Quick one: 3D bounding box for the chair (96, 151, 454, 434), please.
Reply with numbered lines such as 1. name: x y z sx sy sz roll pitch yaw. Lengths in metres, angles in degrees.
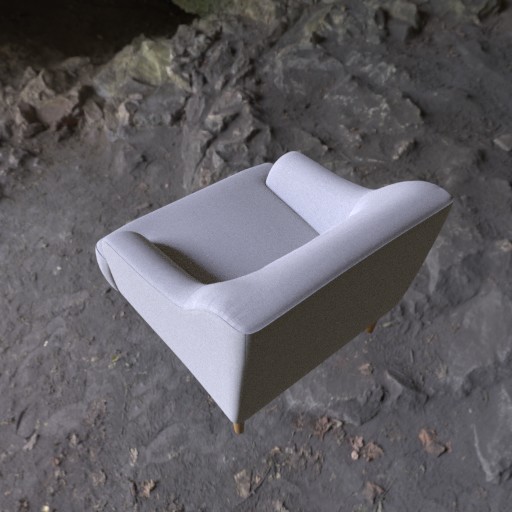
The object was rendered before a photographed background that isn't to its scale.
1. chair: 0.000 0.000 1.685 0.946 0.818 0.951 -30 53 -25
